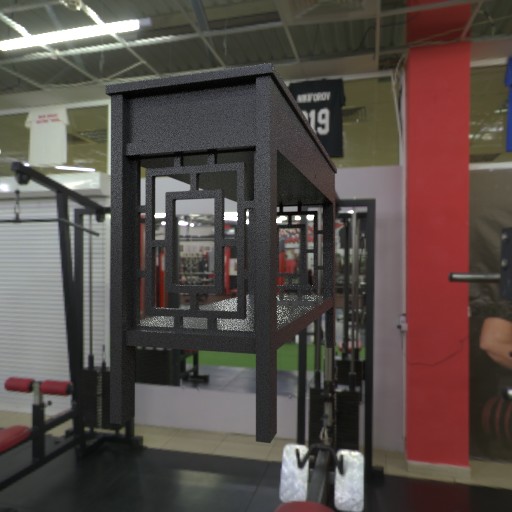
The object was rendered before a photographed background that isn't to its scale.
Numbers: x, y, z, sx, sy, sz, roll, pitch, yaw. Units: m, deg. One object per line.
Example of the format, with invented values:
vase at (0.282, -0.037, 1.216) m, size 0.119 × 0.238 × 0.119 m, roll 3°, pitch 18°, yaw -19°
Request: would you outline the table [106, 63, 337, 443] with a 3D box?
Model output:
table at (0.000, 0.000, 1.439) m, size 0.397 × 0.753 × 1.068 m, roll 0°, pitch -1°, yaw 17°
